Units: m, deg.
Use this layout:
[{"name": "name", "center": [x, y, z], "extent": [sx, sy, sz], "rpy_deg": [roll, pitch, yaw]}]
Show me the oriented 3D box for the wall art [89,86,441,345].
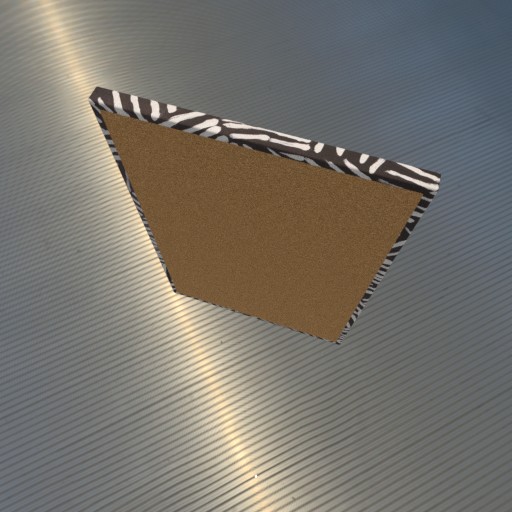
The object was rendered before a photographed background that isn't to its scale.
[{"name": "wall art", "center": [0.000, 0.000, 1.155], "extent": [0.615, 0.918, 0.035], "rpy_deg": [17, 65, 8]}]
